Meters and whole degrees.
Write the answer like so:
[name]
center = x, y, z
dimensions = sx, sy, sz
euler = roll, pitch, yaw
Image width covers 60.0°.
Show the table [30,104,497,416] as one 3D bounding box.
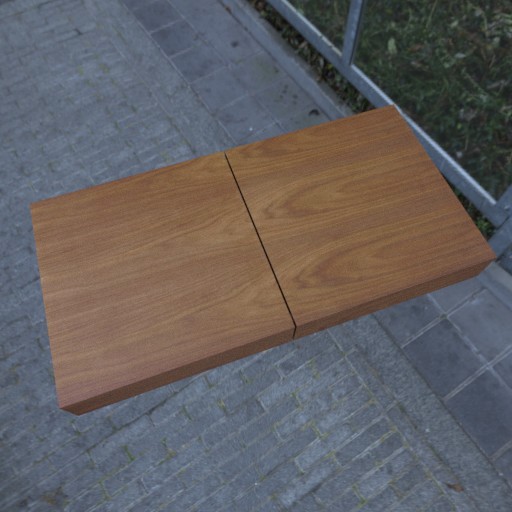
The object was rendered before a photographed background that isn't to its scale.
[table]
center = 0.000, 0.000, 1.407
dimensions = 1.194, 0.330, 0.610
euler = -18, 64, -9
